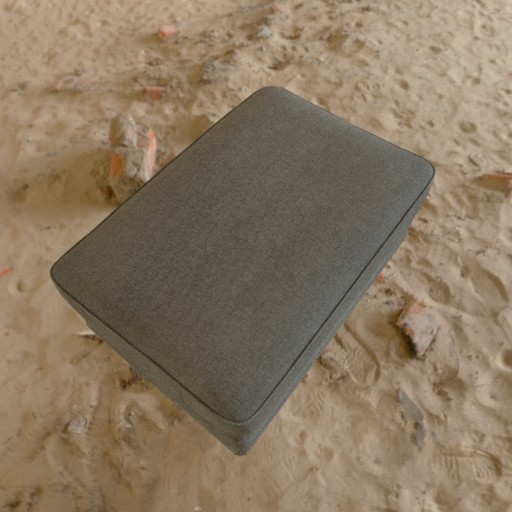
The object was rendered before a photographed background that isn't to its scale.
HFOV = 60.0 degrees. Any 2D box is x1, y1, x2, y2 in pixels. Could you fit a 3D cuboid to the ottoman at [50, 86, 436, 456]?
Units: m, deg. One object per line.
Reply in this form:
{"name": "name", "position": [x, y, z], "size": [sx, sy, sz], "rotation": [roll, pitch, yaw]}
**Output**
{"name": "ottoman", "position": [0.000, 0.000, 1.164], "size": [0.561, 0.457, 0.813], "rotation": [33, 63, 19]}
